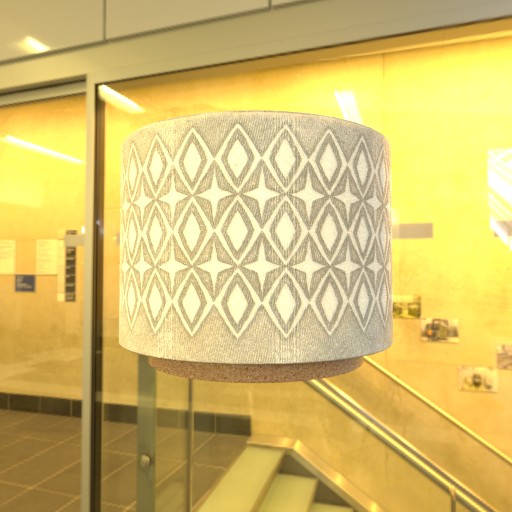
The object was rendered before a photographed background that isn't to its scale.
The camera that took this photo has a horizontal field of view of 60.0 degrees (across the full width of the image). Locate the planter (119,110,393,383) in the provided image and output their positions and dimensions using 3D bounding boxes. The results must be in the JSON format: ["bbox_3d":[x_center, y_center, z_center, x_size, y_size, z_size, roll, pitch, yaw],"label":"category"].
[{"bbox_3d":[0.000,0.000,0.317,0.186,0.144,0.186,0,-2,0],"label":"planter"}]
